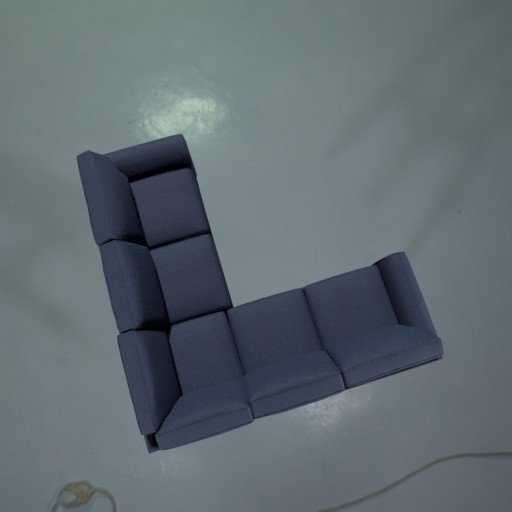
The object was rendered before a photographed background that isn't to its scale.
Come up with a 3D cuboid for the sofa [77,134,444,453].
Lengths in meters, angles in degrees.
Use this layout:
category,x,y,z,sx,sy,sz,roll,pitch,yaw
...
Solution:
category,x,y,z,sx,sy,sz,roll,pitch,yaw
sofa,0.000,0.000,3.937,2.487,1.042,2.562,-17,79,-3
